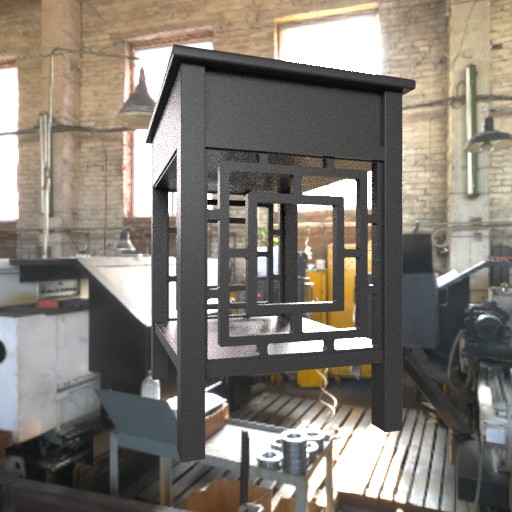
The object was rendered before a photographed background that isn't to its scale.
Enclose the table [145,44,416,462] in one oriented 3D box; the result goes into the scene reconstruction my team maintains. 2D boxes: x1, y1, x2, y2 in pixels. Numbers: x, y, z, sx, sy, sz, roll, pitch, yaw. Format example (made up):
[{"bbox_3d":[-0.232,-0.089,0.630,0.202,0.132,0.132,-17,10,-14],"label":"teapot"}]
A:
[{"bbox_3d":[0.000,0.000,1.010,0.451,0.646,0.564,0,0,-18],"label":"table"}]
